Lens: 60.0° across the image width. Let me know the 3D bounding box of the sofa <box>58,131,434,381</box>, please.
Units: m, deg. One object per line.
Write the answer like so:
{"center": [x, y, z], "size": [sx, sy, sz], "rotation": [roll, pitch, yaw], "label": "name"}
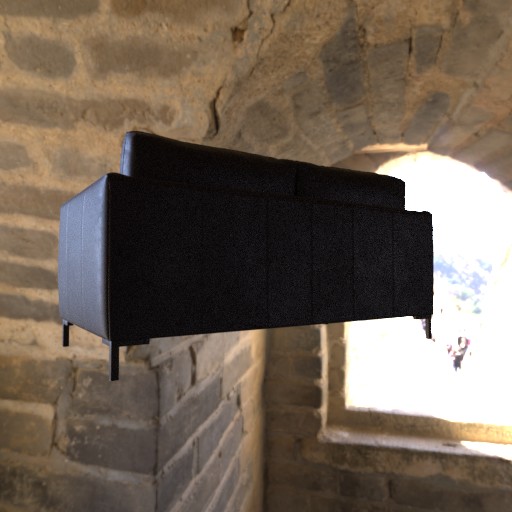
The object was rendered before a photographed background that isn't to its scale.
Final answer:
{"center": [0.000, 0.000, 2.291], "size": [1.805, 0.883, 0.947], "rotation": [2, -3, -35], "label": "sofa"}
